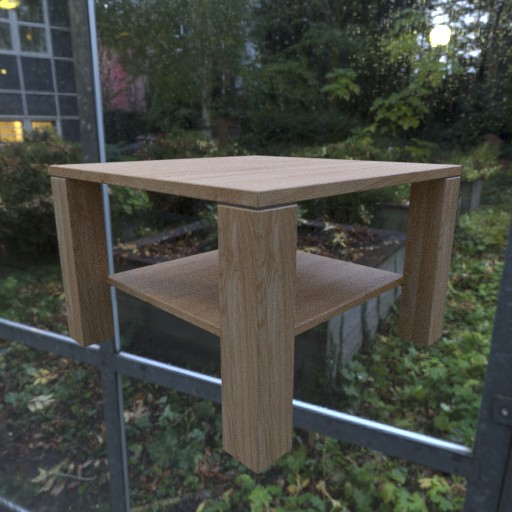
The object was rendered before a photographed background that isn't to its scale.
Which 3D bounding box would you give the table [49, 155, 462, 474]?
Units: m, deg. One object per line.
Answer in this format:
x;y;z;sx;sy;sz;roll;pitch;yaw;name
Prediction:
0.000;0.000;1.120;0.700;0.450;0.700;15;21;43;table
